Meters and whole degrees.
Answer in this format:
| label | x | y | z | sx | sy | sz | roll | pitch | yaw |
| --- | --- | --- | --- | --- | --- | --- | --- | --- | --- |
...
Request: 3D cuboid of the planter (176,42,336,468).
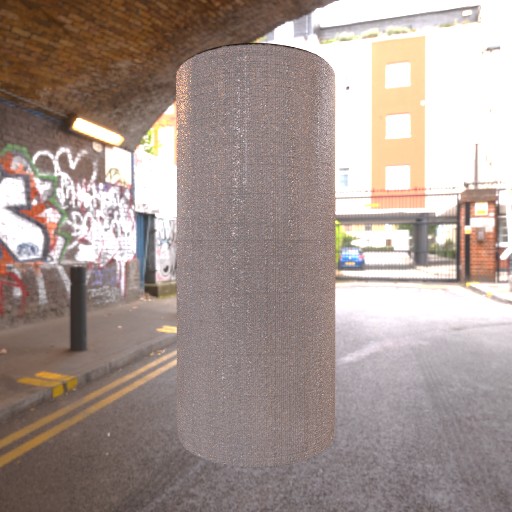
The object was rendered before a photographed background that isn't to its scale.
| label | x | y | z | sx | sy | sz | roll | pitch | yaw |
| --- | --- | --- | --- | --- | --- | --- | --- | --- | --- |
| planter | 0.000 | 0.000 | 0.129 | 0.045 | 0.103 | 0.045 | -1 | 1 | -35 |
